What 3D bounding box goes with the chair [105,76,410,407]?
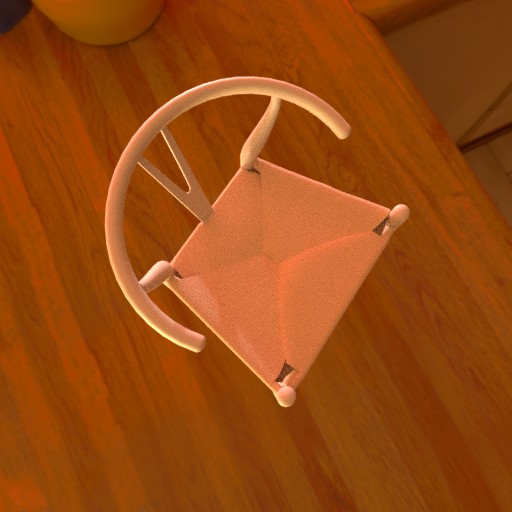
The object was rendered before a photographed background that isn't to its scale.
[{"bbox_3d":[0.000,0.000,1.094,0.500,0.736,0.533,33,78,8],"label":"chair"}]
